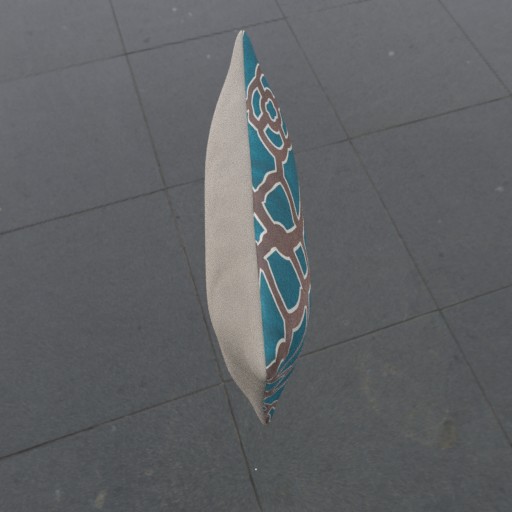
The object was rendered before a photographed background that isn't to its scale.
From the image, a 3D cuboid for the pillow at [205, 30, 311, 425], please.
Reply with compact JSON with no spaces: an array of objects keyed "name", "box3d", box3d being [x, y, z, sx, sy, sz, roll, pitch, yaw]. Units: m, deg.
[{"name":"pillow","box3d":[0.000,0.000,0.790,0.166,0.507,0.526,-3,64,-2]}]
